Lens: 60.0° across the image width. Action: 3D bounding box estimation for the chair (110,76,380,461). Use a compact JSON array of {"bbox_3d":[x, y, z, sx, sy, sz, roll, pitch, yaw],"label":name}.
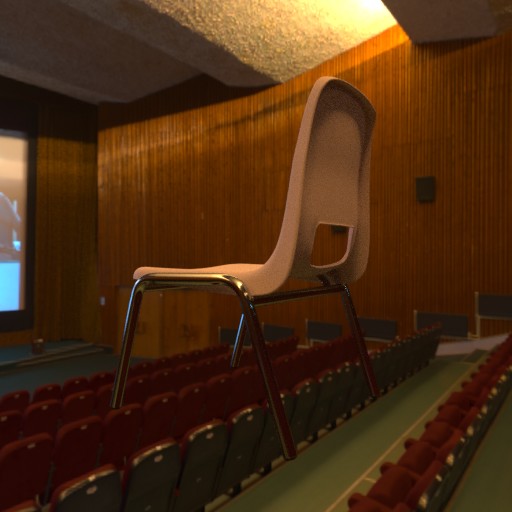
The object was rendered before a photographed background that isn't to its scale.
[{"bbox_3d":[0.000,0.000,0.806,0.385,0.537,0.354,0,1,36],"label":"chair"}]
